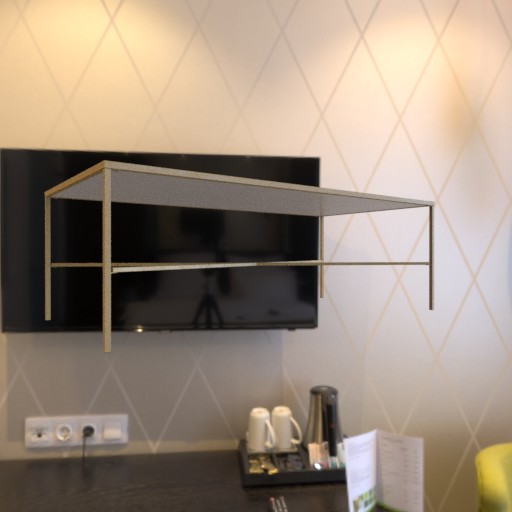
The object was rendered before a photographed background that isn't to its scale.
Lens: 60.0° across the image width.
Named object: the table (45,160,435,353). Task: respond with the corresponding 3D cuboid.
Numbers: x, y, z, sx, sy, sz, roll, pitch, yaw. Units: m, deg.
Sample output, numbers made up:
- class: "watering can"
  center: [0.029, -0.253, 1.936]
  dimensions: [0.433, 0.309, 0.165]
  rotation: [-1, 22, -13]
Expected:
- class: "table"
  center: [0.000, 0.000, 1.505]
  dimensions: [1.206, 0.398, 0.580]
  rotation: [0, 0, -36]
